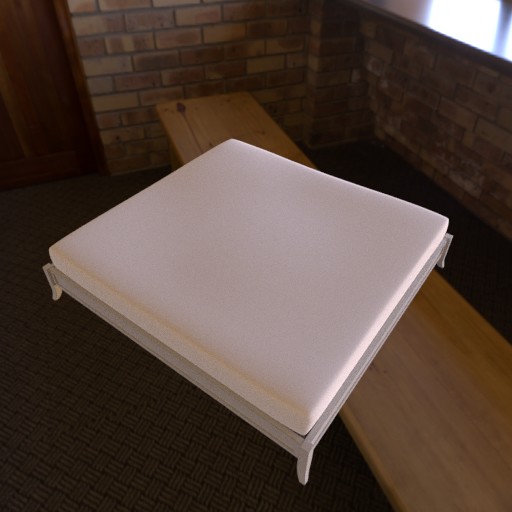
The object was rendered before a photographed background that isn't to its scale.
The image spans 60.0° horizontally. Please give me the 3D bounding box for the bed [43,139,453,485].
[{"bbox_3d":[0.000,0.000,3.110,2.108,0.510,2.007,26,48,27],"label":"bed"}]
